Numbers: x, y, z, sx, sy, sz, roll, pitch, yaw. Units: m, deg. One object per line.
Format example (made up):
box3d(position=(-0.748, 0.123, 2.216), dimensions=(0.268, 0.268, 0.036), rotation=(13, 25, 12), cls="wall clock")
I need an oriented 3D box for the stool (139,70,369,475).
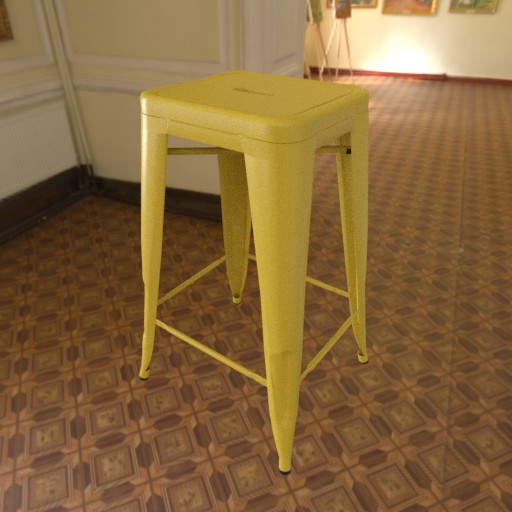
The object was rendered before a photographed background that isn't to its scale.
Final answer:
box3d(position=(0.000, 0.000, 0.849), dimensions=(0.399, 0.609, 0.359), rotation=(21, 38, 30), cls="stool")
